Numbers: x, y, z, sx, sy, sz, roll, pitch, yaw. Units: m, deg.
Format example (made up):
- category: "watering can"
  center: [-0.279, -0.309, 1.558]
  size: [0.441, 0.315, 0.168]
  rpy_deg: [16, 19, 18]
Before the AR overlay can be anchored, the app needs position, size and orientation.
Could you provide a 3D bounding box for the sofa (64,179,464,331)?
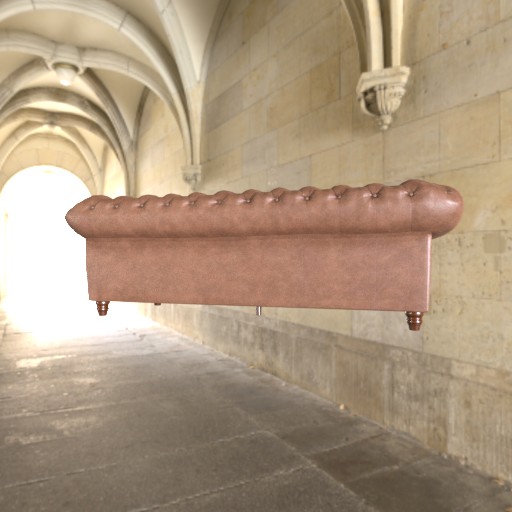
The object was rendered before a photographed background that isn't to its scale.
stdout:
- category: "sofa"
  center: [0.000, 0.000, 2.875]
  size: [2.385, 0.783, 0.944]
  rpy_deg: [0, 0, 18]
